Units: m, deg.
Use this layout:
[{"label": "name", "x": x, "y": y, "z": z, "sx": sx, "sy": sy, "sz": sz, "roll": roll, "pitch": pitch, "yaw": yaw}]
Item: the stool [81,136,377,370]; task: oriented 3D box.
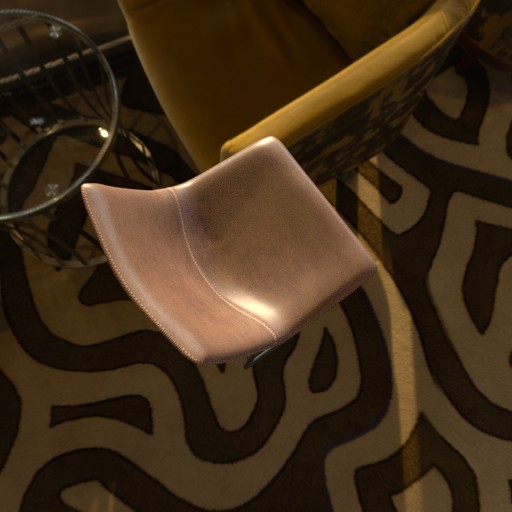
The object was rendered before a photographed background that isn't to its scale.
[{"label": "stool", "x": 0.000, "y": 0.000, "z": 1.198, "sx": 0.550, "sy": 0.890, "sz": 0.460, "roll": -34, "pitch": 79, "yaw": -8}]
